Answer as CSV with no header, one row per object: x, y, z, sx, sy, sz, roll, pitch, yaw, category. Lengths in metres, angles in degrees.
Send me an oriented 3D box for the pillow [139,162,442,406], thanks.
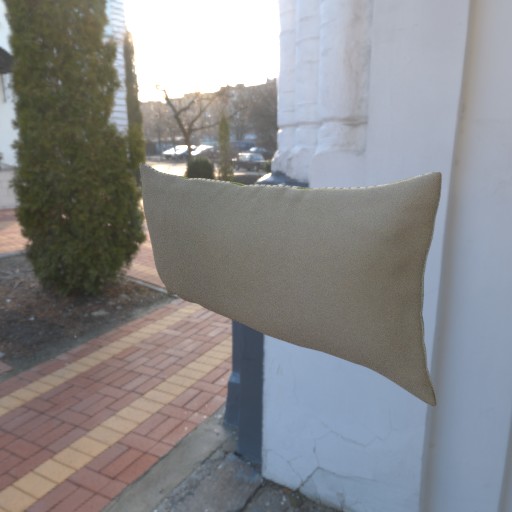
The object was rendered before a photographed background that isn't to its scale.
0.000,0.000,0.719,0.156,0.292,0.608,-13,18,-42,pillow
